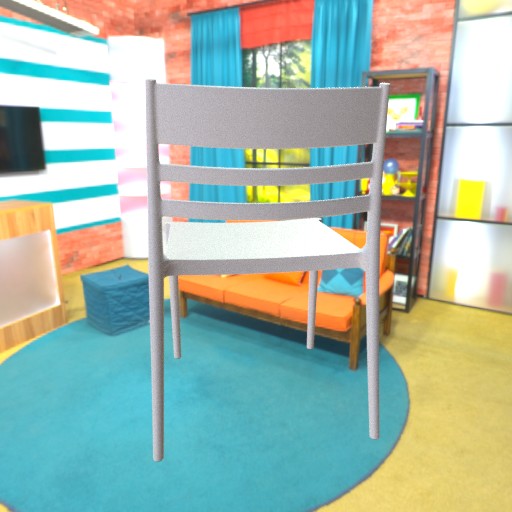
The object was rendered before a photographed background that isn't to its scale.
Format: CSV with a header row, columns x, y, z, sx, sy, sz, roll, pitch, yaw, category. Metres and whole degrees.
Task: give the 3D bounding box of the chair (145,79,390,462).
x,y,z,sx,sy,sz,roll,pitch,yaw,category
0.000,0.000,1.143,0.531,0.800,0.511,-2,15,-8,chair
